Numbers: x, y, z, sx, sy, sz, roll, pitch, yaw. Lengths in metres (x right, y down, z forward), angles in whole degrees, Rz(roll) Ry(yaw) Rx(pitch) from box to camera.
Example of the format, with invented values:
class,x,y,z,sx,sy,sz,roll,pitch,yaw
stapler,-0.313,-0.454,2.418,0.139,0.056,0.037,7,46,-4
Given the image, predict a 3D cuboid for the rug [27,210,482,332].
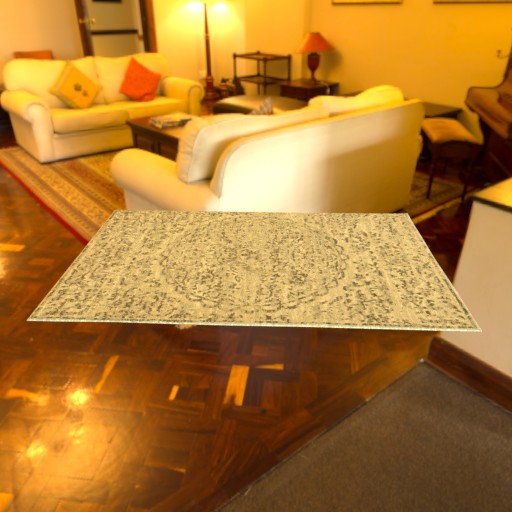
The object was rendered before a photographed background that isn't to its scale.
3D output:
class,x,y,z,sx,sy,sz,roll,pitch,yaw
rug,0.000,0.000,3.043,2.447,0.021,1.527,1,29,2
